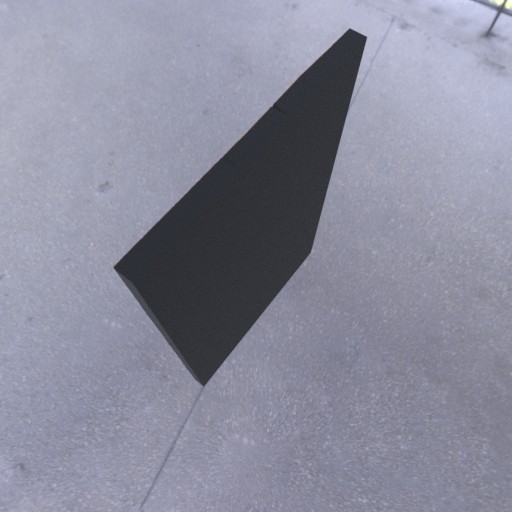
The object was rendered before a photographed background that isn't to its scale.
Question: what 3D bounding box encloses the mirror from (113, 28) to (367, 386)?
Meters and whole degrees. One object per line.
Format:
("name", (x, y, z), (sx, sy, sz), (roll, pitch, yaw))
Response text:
("mirror", (0.000, 0.000, 1.123), (0.044, 0.912, 0.606), (35, 70, 15))
